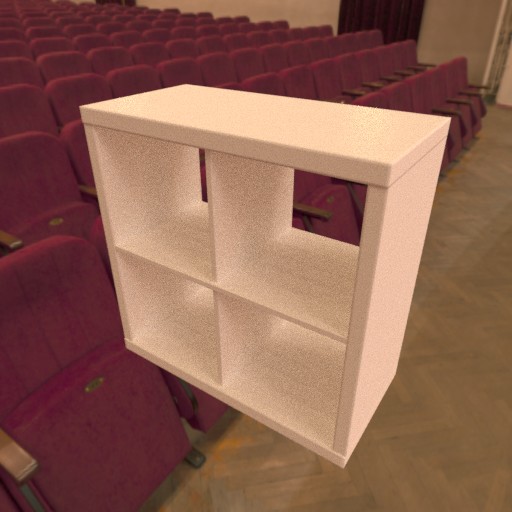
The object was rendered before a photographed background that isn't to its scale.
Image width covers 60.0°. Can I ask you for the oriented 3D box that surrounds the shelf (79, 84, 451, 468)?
[{"bbox_3d":[0.000,0.000,1.240,0.790,0.786,0.390,19,35,29],"label":"shelf"}]
